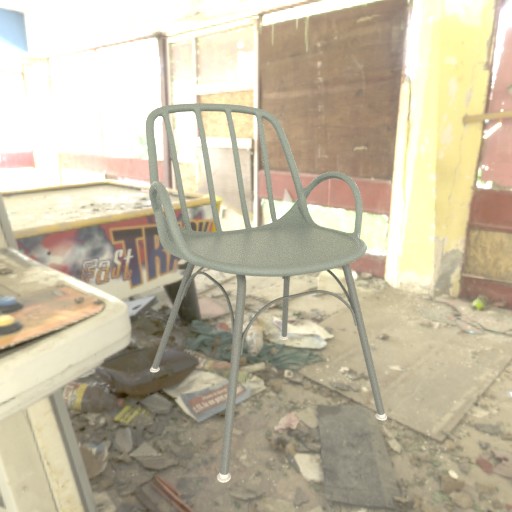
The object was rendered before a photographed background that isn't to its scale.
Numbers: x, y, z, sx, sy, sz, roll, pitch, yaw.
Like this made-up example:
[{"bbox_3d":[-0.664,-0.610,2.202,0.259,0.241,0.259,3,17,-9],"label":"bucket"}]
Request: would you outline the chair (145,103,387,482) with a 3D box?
[{"bbox_3d":[0.000,0.000,1.213,0.549,0.816,0.597,-8,18,-27],"label":"chair"}]
